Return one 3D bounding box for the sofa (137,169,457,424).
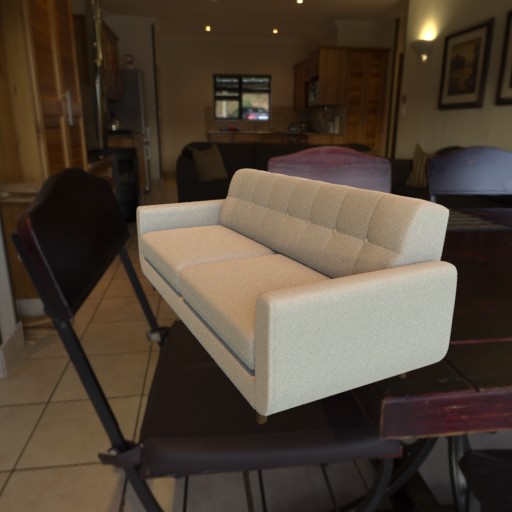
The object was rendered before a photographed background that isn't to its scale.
[{"bbox_3d":[0.000,0.000,2.661,0.980,0.892,2.137,-8,18,-25],"label":"sofa"}]
